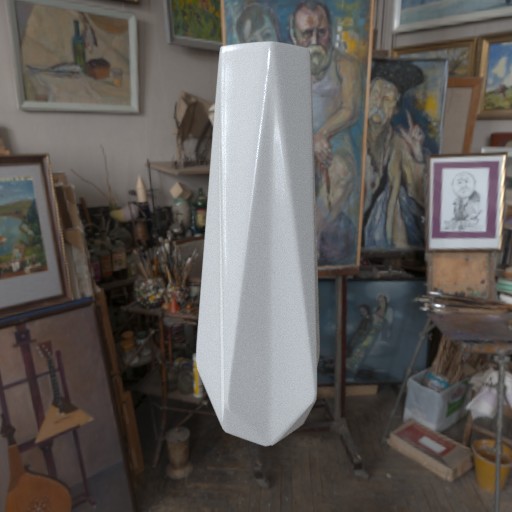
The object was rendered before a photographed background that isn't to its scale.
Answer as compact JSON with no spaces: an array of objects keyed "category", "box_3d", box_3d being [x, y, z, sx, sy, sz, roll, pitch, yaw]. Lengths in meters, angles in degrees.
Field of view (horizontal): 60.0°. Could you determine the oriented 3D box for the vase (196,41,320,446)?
[{"category":"vase","box_3d":[0.000,0.000,0.386,0.116,0.329,0.122,3,16,9]}]
